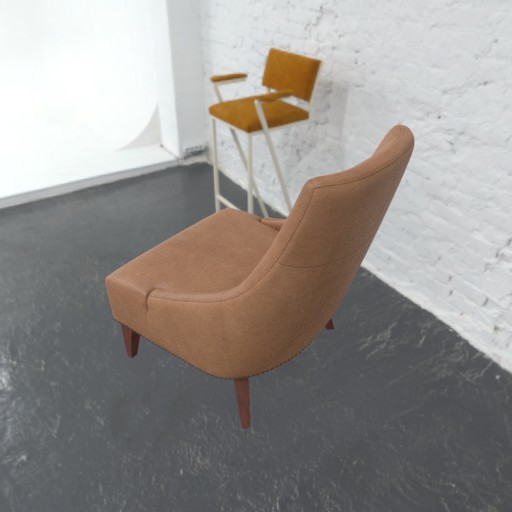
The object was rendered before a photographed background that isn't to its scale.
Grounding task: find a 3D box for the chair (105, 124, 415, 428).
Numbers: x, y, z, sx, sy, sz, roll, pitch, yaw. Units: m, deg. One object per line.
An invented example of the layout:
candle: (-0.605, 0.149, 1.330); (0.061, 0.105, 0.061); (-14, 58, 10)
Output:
chair: (0.000, 0.000, 1.530); (0.861, 0.909, 0.701); (22, 38, 30)
